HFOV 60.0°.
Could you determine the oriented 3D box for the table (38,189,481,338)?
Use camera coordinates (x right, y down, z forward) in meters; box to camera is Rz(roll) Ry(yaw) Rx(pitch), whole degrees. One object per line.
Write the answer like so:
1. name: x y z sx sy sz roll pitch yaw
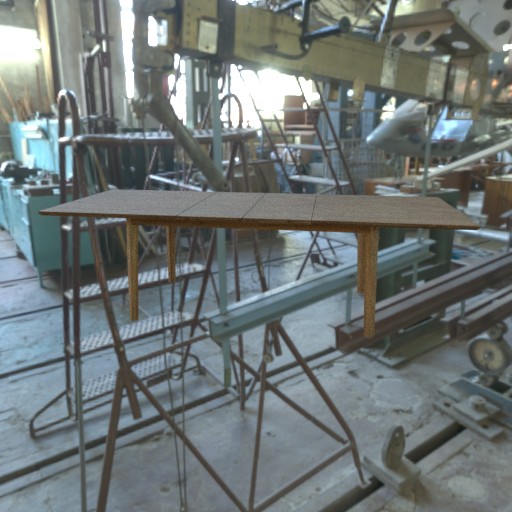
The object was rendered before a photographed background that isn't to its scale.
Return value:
1. table: 0.000 0.000 3.156 2.603 0.752 1.000 3 17 9
